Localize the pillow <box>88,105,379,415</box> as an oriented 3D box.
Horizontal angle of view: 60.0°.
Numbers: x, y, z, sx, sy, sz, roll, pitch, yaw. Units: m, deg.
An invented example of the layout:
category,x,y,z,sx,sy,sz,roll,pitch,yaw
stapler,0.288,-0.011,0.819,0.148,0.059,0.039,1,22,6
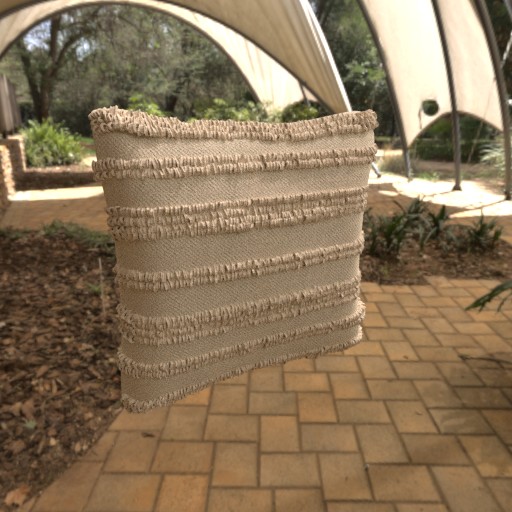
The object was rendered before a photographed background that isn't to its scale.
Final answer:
category,x,y,z,sx,sy,sz,roll,pitch,yaw
pillow,0.000,0.000,0.666,0.437,0.427,0.145,-9,20,-26
